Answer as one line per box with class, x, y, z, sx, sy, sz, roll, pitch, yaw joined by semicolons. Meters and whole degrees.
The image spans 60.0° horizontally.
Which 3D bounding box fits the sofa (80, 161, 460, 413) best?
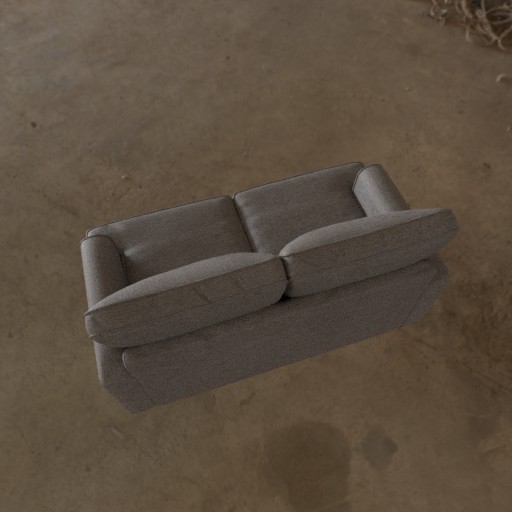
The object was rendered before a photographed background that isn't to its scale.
sofa;0.000;0.000;2.247;1.651;0.965;0.965;-16;59;-10
